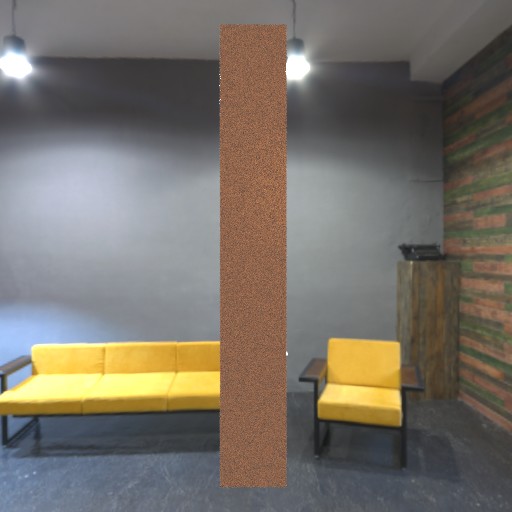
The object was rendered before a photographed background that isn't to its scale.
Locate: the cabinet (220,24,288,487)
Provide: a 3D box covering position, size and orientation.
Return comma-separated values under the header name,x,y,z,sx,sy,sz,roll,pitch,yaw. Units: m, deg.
name,x,y,z,sx,sy,sz,roll,pitch,yaw
cabinet,0.000,0.000,1.821,0.255,1.630,0.520,0,0,0
